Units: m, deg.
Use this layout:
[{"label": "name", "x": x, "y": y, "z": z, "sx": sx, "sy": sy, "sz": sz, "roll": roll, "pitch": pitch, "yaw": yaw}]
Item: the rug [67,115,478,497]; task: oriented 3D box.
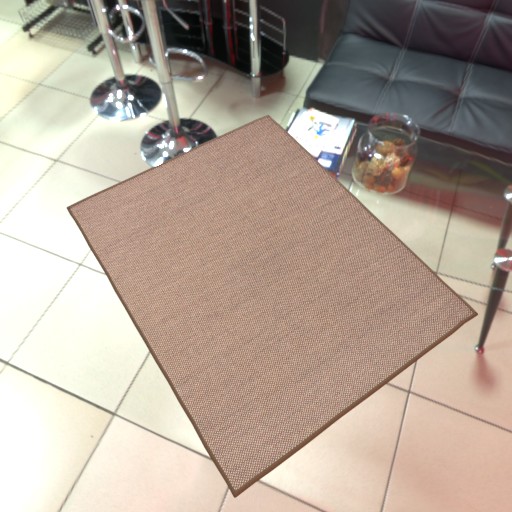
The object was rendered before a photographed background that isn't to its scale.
[{"label": "rug", "x": 0.000, "y": 0.000, "z": 3.994, "sx": 2.413, "sy": 0.020, "sz": 3.041, "roll": -30, "pitch": 62, "yaw": -18}]
